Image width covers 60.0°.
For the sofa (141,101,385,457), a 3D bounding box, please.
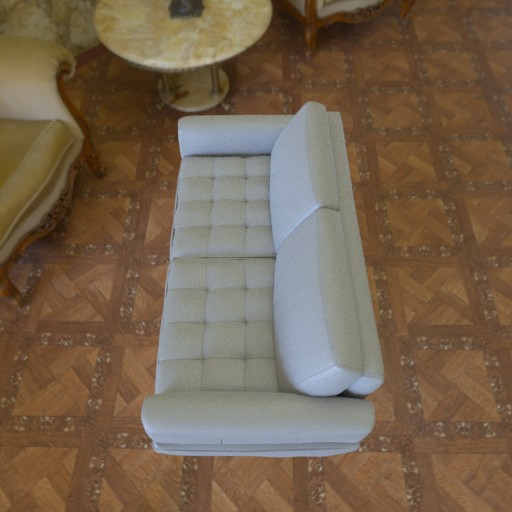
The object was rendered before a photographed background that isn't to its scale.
[{"bbox_3d":[0.000,0.000,2.679,1.121,0.930,2.177,0,57,0],"label":"sofa"}]
